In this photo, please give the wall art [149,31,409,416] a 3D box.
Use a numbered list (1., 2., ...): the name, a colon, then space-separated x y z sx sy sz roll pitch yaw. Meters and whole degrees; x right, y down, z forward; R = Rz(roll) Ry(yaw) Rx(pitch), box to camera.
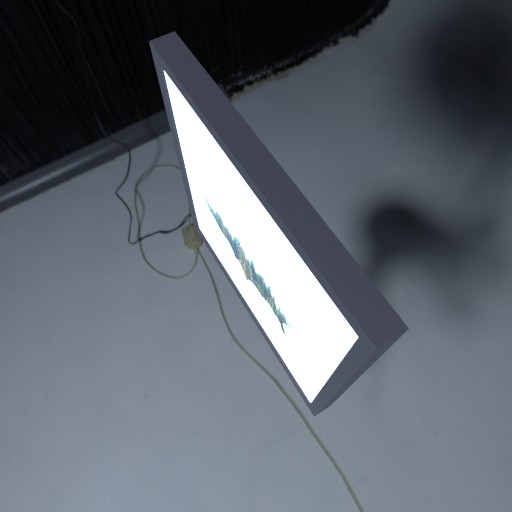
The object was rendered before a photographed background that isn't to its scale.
1. wall art: 0.000 0.000 0.752 0.040 0.509 0.509 -28 67 -13
